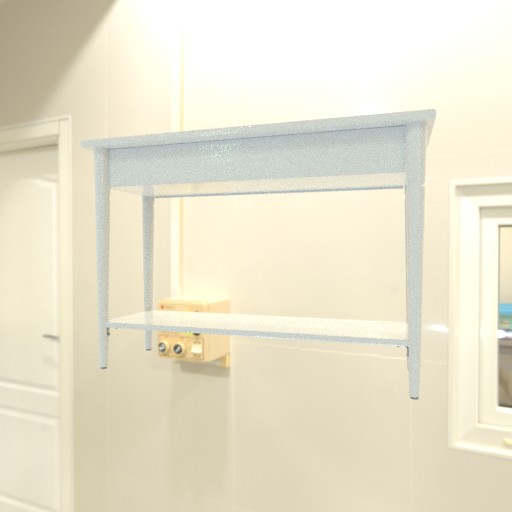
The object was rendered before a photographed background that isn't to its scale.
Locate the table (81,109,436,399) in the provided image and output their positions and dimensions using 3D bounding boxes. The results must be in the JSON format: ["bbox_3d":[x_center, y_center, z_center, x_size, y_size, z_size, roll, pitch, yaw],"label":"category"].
[{"bbox_3d":[0.000,0.000,1.456,1.067,0.749,0.381,0,1,18],"label":"table"}]
